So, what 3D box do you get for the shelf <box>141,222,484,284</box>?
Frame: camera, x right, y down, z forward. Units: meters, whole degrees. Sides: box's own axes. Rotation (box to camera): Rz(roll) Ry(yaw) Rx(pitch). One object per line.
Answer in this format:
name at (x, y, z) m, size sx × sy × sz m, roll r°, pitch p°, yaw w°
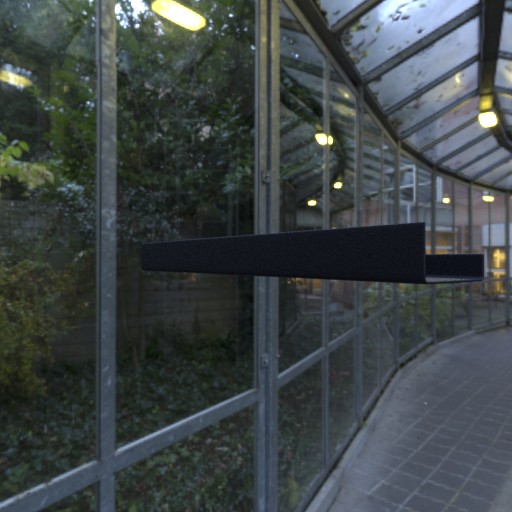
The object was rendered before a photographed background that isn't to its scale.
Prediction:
shelf at (0.000, 0.000, 0.641) m, size 0.102 × 0.053 × 0.605 m, roll 0°, pitch -1°, yaw -37°
